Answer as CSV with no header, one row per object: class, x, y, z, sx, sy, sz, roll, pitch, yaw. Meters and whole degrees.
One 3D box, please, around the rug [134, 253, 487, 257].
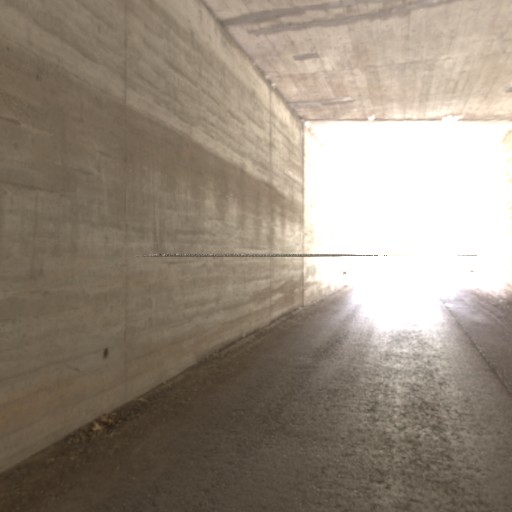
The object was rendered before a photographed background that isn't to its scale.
rug,0.000,0.000,2.998,1.528,0.010,2.440,0,0,-17
